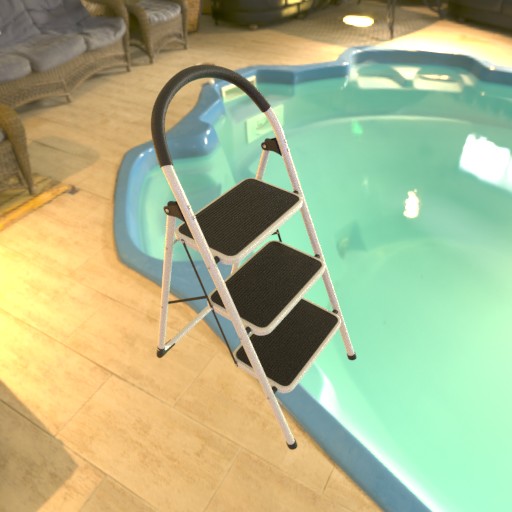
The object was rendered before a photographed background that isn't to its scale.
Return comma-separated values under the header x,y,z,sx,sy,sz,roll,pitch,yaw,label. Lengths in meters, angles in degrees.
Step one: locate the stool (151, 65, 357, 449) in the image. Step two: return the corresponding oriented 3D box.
x,y,z,sx,sy,sz,roll,pitch,yaw,label
0.000,0.000,1.454,0.676,1.109,0.485,26,47,26,stool
